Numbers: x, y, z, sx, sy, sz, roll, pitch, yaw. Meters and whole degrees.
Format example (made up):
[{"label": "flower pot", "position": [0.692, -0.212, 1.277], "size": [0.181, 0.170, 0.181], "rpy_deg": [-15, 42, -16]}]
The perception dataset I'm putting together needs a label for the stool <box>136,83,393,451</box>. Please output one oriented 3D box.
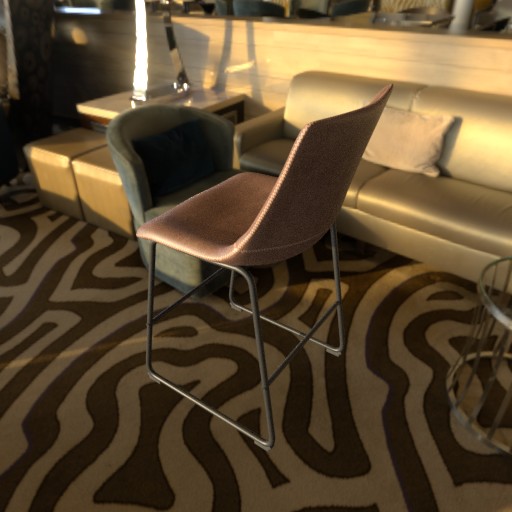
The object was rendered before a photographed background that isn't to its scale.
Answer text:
[{"label": "stool", "position": [0.000, 0.000, 1.203], "size": [0.550, 0.890, 0.460], "rpy_deg": [21, 38, 29]}]
